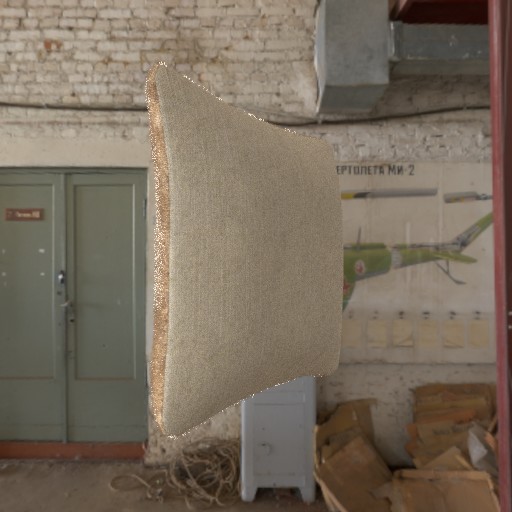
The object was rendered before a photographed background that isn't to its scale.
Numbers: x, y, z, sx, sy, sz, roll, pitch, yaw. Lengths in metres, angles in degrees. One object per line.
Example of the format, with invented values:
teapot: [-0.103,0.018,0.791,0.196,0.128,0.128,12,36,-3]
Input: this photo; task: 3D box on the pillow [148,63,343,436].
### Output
pillow: [0.000,0.000,0.812,0.216,0.525,0.538,0,0,37]
